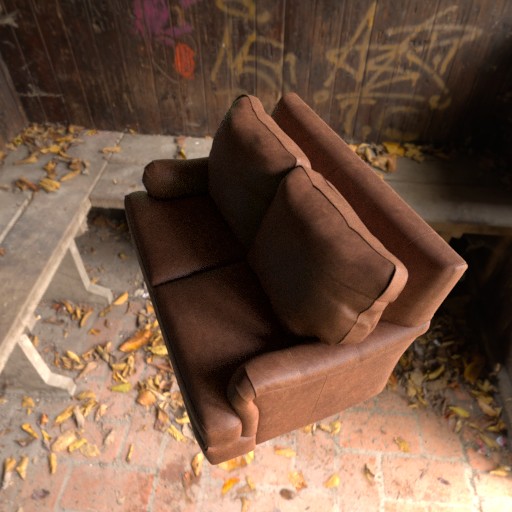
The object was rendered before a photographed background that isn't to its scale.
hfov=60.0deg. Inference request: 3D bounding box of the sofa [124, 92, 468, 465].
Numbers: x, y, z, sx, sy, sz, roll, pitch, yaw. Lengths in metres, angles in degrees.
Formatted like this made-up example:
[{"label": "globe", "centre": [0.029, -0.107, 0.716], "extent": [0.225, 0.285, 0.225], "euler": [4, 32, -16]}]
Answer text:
[{"label": "sofa", "centre": [0.000, 0.000, 2.184], "extent": [1.077, 1.004, 1.527], "euler": [-17, 49, -15]}]
